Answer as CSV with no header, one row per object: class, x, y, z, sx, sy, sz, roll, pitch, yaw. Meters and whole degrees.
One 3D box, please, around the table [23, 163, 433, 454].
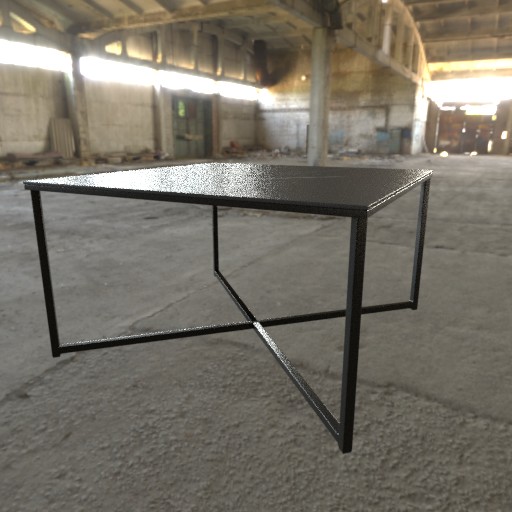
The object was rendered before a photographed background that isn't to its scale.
table,0.000,0.000,1.246,0.800,0.450,0.800,8,17,27
